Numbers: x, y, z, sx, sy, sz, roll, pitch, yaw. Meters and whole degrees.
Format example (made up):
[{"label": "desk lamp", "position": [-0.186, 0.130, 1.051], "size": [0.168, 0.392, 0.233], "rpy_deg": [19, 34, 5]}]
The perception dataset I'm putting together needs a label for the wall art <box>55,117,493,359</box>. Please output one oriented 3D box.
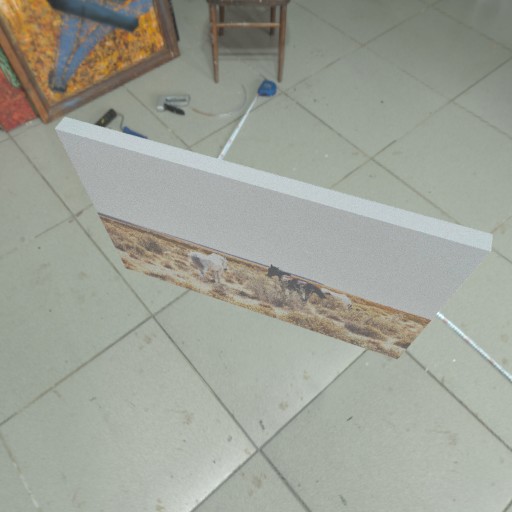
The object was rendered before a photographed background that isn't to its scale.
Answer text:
[{"label": "wall art", "position": [0.000, 0.000, 1.431], "size": [1.138, 0.761, 0.051], "rpy_deg": [17, 60, 10]}]
